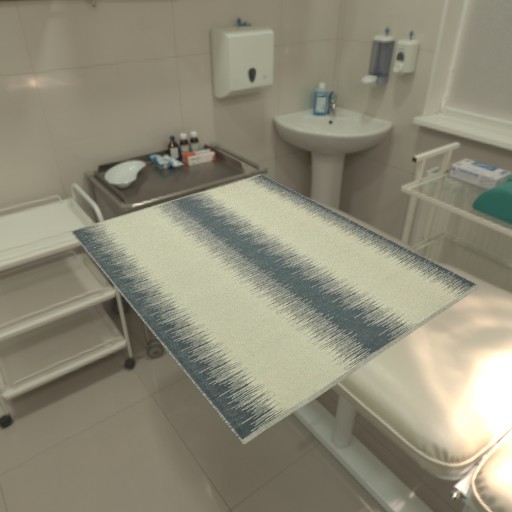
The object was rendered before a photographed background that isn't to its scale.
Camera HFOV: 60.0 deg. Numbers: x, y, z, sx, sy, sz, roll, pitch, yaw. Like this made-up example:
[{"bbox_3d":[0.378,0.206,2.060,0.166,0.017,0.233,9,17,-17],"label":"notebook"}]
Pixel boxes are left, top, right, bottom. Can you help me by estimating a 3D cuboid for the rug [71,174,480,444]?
[{"bbox_3d":[0.000,0.000,4.113,2.453,0.004,3.037,-22,39,-30],"label":"rug"}]
